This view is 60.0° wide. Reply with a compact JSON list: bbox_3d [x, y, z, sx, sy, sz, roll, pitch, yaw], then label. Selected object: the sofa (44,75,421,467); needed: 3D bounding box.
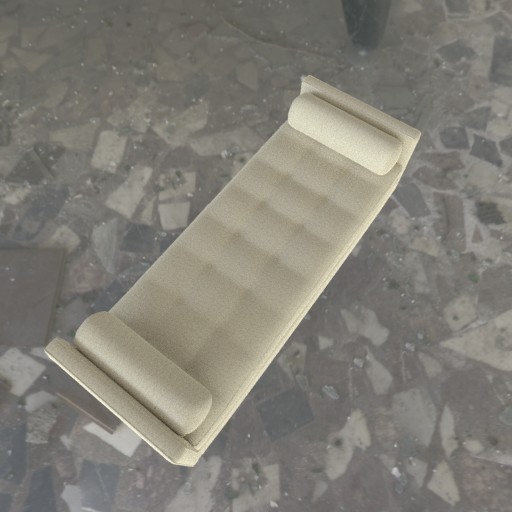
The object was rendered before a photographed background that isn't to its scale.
[{"bbox_3d":[0.000,0.000,2.340,0.746,0.641,1.985,34,68,15],"label":"sofa"}]
